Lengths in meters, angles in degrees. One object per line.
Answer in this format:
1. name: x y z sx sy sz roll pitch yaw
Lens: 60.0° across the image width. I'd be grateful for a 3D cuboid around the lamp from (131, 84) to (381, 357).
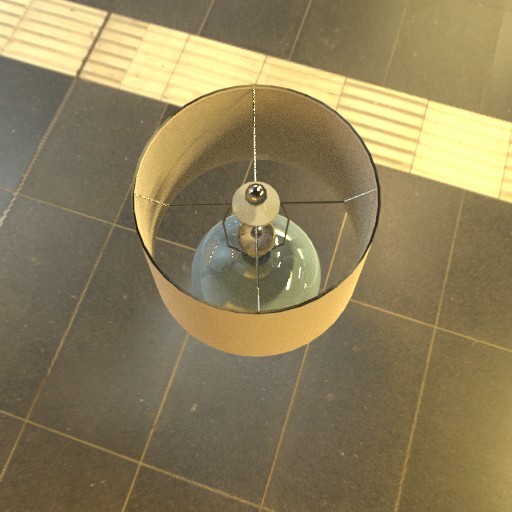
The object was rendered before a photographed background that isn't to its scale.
1. lamp: 0.000 0.000 0.550 0.247 0.387 0.247 0 74 0
